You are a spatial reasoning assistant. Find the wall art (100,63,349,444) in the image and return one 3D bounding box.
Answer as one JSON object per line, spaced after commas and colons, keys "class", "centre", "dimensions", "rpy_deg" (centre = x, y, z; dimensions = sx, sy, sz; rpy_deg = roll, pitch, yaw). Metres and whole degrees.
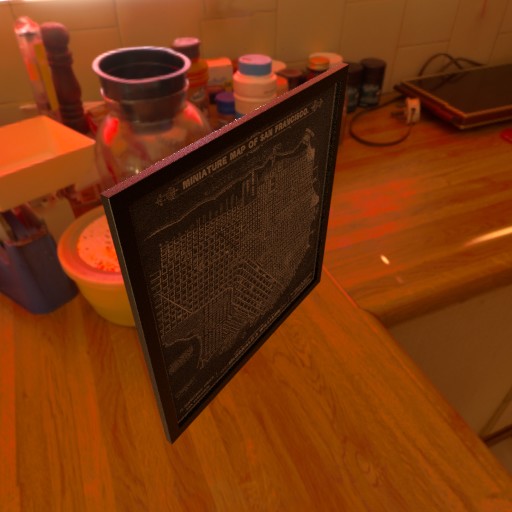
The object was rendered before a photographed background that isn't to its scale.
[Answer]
{"class": "wall art", "centre": [0.000, 0.000, 0.686], "dimensions": [0.012, 0.458, 0.457], "rpy_deg": [26, 47, 27]}
